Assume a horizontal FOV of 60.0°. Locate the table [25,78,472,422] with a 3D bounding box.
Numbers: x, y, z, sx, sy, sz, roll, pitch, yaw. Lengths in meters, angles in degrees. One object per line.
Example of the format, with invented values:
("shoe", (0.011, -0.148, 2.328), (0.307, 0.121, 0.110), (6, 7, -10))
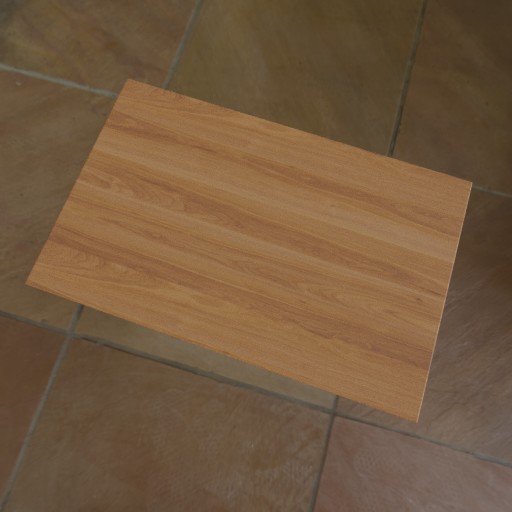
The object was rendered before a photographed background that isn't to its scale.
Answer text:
("table", (0.000, 0.000, 1.501), (1.100, 0.510, 0.700), (18, 75, 5))
